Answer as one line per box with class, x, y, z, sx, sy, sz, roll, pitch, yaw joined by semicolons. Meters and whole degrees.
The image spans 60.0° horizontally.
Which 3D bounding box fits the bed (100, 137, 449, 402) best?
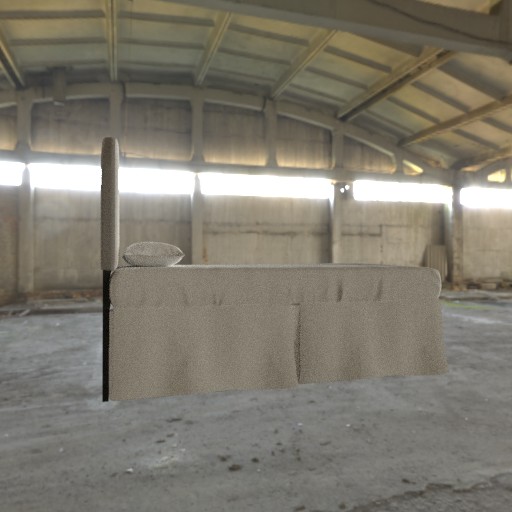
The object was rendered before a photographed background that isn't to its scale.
bed;0.000;0.000;3.096;2.005;1.410;1.607;0;-1;-17
